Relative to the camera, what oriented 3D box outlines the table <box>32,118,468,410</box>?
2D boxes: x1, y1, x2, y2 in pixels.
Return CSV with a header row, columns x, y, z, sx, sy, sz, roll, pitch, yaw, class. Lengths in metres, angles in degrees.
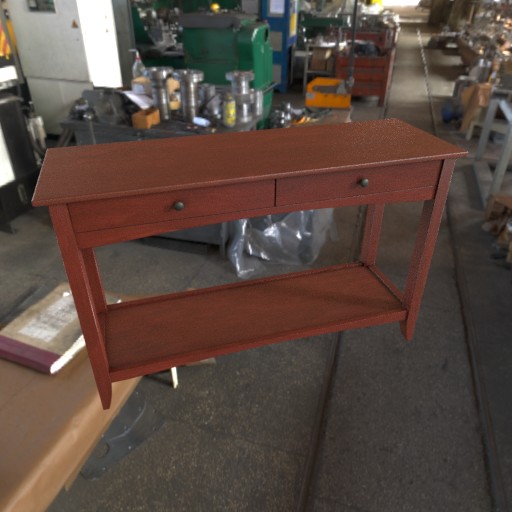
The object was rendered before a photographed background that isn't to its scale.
x,y,z,sx,sy,sz,roll,pitch,yaw,class
0.000,0.000,1.507,1.188,0.739,0.392,-9,33,-14,table
